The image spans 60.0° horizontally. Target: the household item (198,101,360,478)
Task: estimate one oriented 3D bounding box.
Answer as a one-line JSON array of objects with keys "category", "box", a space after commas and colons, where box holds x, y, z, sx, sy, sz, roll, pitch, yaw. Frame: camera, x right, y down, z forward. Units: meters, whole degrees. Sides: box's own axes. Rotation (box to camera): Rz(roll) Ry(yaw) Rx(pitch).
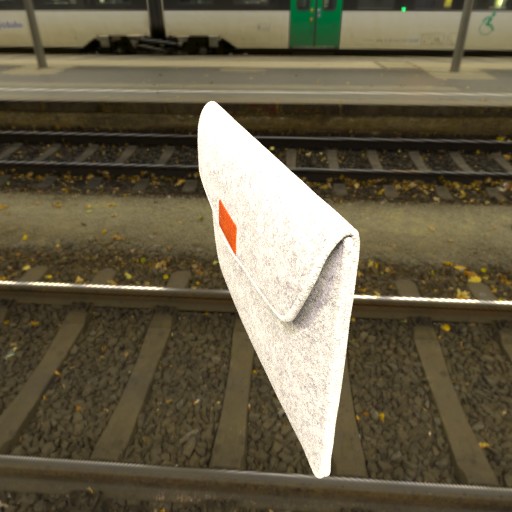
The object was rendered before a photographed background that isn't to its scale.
[{"category": "household item", "box": [0.000, 0.000, 0.423, 0.057, 0.221, 0.335, -9, 32, -15]}]
